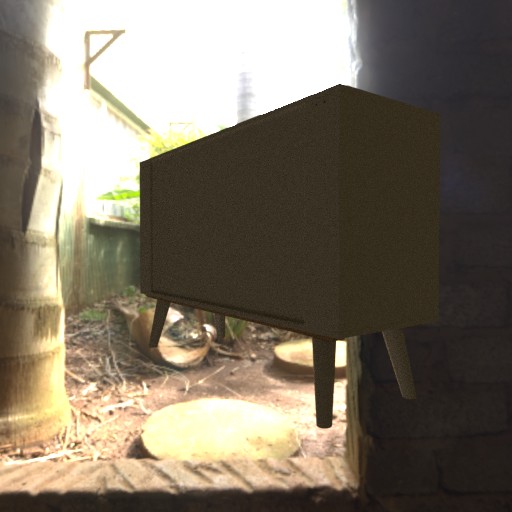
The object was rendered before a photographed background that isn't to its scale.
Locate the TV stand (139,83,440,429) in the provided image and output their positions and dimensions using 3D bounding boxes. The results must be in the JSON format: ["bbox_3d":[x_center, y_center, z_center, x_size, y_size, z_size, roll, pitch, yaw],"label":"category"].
[{"bbox_3d":[0.000,0.000,1.611,0.406,0.812,1.193,-1,2,-36],"label":"TV stand"}]
